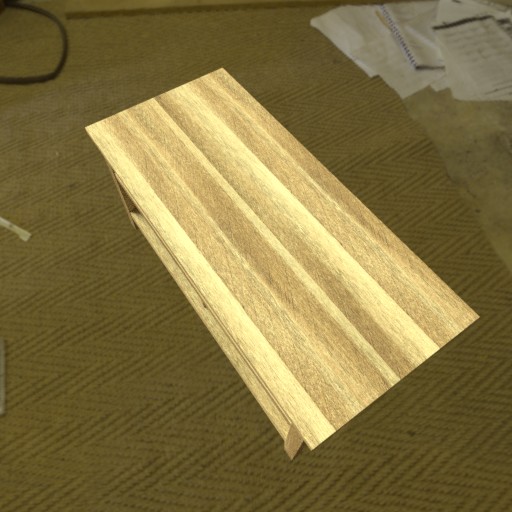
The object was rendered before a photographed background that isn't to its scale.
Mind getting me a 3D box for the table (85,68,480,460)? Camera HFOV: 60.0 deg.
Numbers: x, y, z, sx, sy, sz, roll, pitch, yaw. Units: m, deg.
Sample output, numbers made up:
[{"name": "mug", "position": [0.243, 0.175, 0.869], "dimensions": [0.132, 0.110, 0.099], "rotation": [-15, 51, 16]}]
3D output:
[{"name": "table", "position": [0.000, 0.000, 1.382], "dimensions": [0.493, 0.480, 1.095], "rotation": [-31, 64, -17]}]
